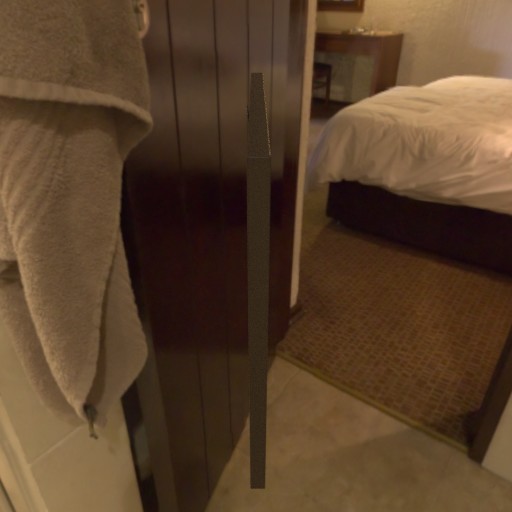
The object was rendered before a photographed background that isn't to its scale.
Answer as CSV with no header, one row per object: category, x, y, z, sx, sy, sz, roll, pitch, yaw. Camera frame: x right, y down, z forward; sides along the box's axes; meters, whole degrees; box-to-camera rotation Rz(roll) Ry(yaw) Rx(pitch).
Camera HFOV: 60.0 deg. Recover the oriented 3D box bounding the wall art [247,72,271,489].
wall art,0.000,0.000,1.191,0.043,0.807,0.805,0,30,0
